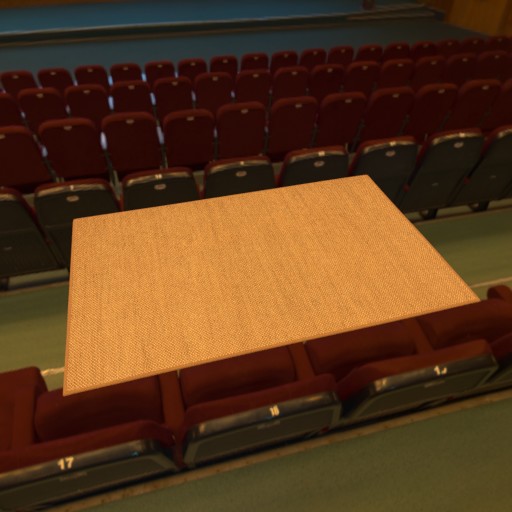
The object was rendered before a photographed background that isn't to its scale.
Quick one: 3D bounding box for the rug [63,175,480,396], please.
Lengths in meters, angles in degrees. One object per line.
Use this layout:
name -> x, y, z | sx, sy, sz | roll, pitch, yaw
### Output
rug -> 0.000, 0.000, 2.072 | 1.668, 0.012, 1.061 | -10, 42, -12
